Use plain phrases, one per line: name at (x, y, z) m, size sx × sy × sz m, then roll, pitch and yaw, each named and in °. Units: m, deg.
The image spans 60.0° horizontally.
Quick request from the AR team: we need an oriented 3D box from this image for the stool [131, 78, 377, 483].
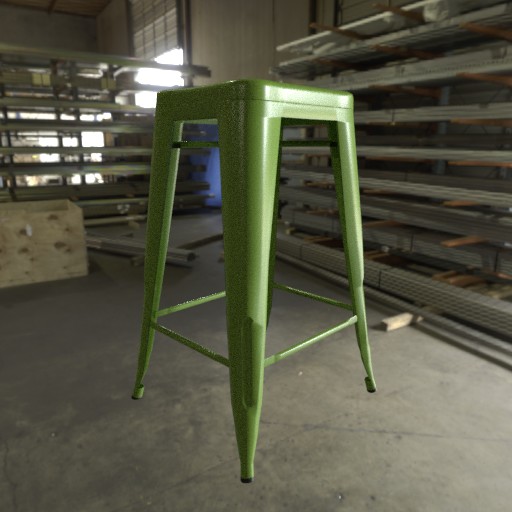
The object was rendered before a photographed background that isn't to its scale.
stool at (0.000, 0.000, 0.873) m, size 0.398 × 0.609 × 0.358 m, roll -14°, pitch 20°, yaw -43°
